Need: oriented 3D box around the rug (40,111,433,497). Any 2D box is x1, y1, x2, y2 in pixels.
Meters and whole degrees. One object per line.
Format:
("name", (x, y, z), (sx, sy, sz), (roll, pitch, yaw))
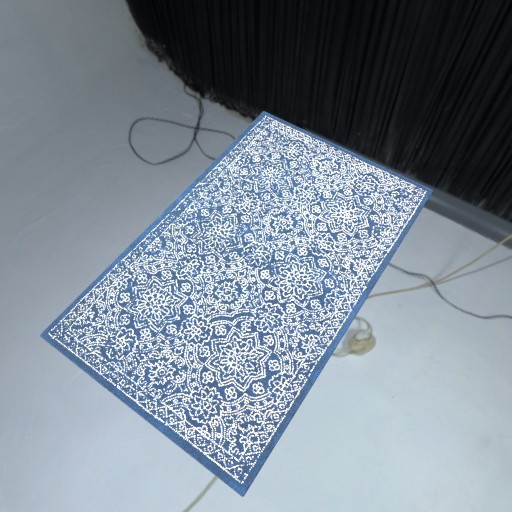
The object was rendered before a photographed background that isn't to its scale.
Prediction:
("rug", (0.000, 0.000, 3.000), (1.526, 0.015, 2.441), (30, 63, 17))
